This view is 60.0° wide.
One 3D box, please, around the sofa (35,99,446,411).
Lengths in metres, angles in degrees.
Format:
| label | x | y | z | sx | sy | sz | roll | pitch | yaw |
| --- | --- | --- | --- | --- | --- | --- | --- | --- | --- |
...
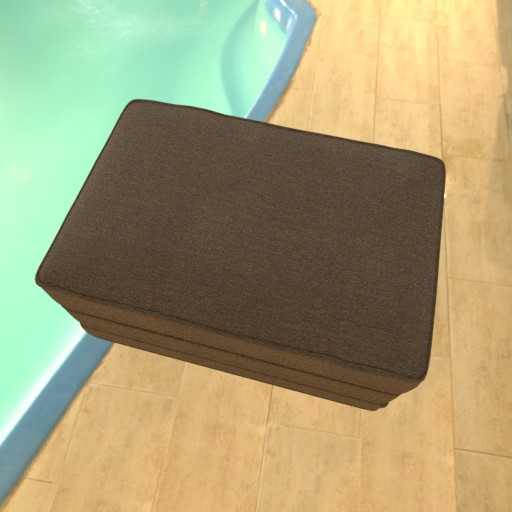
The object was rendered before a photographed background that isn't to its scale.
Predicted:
| label | x | y | z | sx | sy | sz | roll | pitch | yaw |
| --- | --- | --- | --- | --- | --- | --- | --- | --- | --- |
| sofa | 0.000 | 0.000 | 1.196 | 0.854 | 0.457 | 0.578 | 13 | 64 | 7 |
